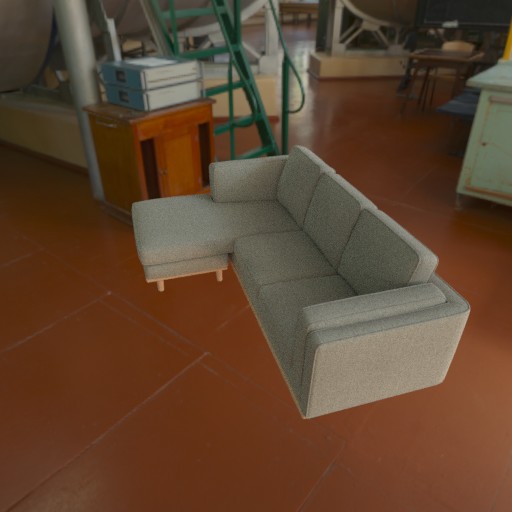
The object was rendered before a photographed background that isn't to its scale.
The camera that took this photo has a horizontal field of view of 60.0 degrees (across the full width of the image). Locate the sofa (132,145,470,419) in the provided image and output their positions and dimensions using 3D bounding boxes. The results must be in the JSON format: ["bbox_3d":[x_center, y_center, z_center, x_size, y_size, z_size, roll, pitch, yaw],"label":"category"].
[{"bbox_3d":[0.000,0.000,3.134,1.604,0.929,2.411,-9,33,-14],"label":"sofa"}]
